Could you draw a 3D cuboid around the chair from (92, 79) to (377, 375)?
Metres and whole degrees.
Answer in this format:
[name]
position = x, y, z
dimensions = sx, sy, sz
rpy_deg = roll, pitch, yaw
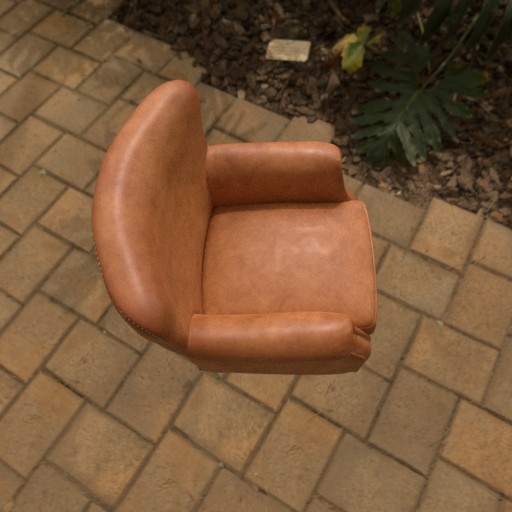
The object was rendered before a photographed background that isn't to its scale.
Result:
[chair]
position = 0.000, 0.000, 1.654
dimensions = 0.921, 0.936, 0.861
rpy_deg = 2, 64, 1
